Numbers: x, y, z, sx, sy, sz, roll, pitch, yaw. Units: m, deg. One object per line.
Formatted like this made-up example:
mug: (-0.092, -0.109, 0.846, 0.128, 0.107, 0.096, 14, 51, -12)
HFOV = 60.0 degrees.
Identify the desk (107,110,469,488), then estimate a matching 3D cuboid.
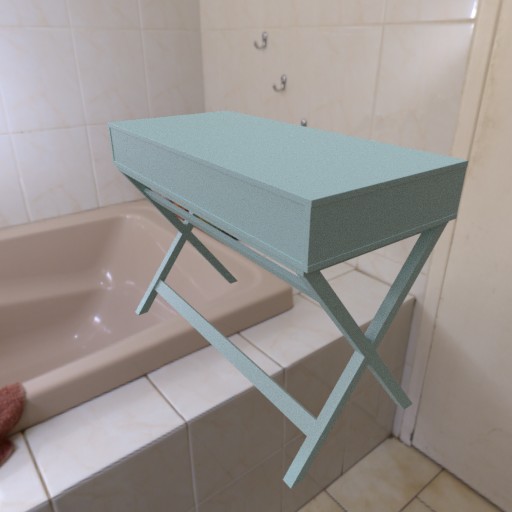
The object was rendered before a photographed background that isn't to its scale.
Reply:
desk: (0.000, 0.000, 1.482, 0.525, 0.780, 1.057, -18, 31, -32)
